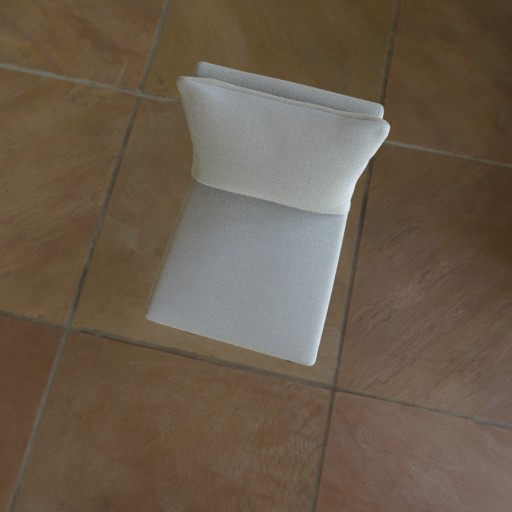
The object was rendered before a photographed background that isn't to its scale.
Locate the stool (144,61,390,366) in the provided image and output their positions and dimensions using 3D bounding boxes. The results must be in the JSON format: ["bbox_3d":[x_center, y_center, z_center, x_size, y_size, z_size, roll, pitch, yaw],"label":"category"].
[{"bbox_3d":[0.000,0.000,1.384,0.463,1.125,0.572,15,77,4],"label":"stool"}]
